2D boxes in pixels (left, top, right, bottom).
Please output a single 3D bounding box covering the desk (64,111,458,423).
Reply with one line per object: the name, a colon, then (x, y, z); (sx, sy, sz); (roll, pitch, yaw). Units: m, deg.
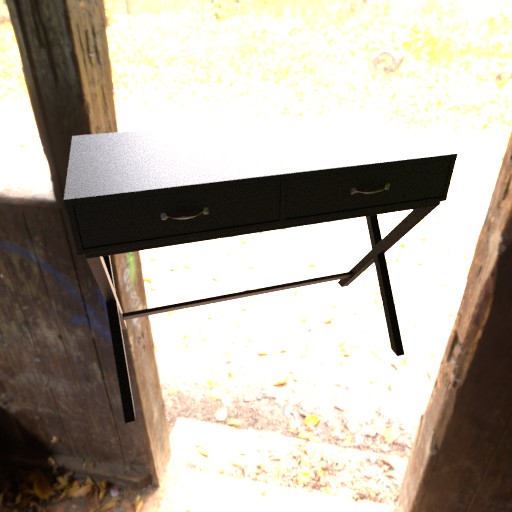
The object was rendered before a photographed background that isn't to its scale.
desk: (0.000, 0.000, 1.532); (1.057, 0.780, 0.525); (-9, 33, -15)
